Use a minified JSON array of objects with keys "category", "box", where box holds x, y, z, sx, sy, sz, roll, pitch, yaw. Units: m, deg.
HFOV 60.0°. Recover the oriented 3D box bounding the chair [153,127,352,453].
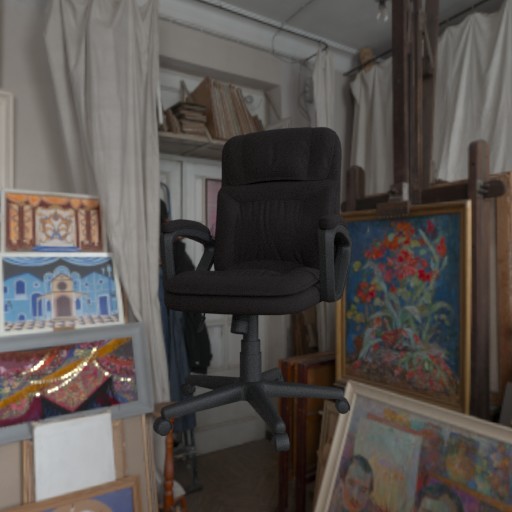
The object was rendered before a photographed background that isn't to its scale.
[{"category":"chair","box":[0.000,0.000,1.621,0.667,1.105,0.724,0,-1,19]}]
